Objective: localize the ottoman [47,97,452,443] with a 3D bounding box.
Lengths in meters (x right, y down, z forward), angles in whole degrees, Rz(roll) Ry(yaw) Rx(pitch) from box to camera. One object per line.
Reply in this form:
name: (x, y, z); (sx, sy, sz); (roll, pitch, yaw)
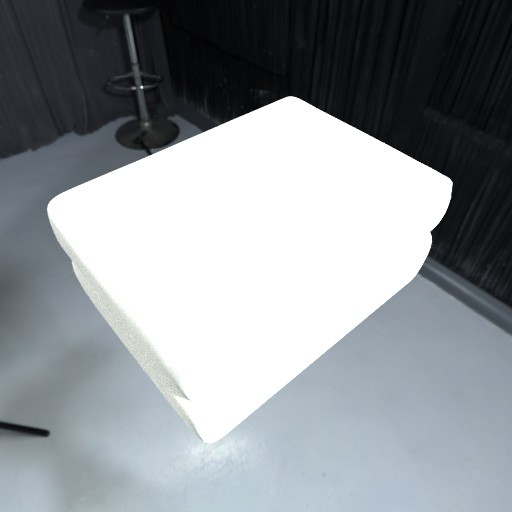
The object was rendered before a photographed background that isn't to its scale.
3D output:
ottoman: (0.000, 0.000, 1.131); (0.773, 0.499, 0.569); (-32, 54, -27)
